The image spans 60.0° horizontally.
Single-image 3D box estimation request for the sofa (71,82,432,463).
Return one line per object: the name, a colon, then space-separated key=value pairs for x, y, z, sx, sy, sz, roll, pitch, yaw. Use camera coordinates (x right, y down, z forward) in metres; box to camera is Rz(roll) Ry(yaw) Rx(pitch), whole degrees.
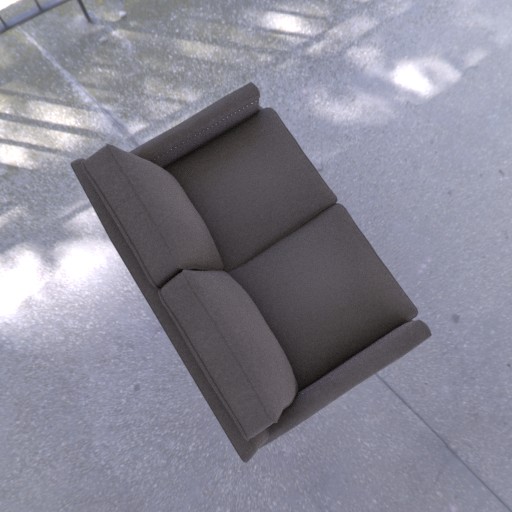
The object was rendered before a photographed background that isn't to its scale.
sofa: x=0.000 y=0.000 z=2.273 sx=1.084 sy=1.003 sz=1.597 roll=-32 pitch=79 yaw=-7
